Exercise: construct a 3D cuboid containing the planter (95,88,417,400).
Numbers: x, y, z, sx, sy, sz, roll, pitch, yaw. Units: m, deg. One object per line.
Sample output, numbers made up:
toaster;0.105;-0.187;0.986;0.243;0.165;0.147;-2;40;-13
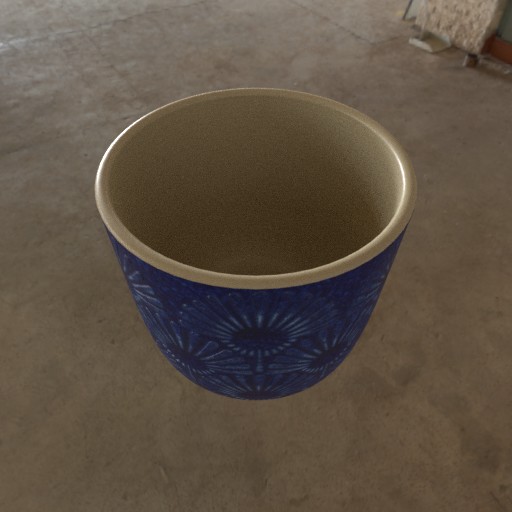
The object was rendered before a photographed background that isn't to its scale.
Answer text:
planter;0.000;0.000;0.214;0.124;0.109;0.124;0;48;0
